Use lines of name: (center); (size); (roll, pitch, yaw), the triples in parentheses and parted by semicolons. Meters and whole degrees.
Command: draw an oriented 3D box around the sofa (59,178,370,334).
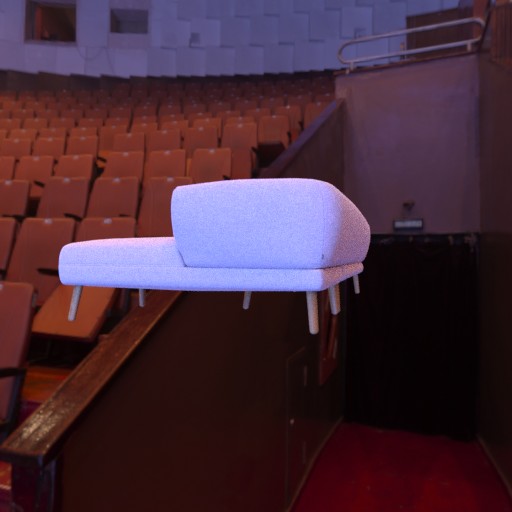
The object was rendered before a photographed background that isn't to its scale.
sofa: (0.000, 0.000, 3.432); (1.610, 0.730, 2.660); (0, 0, 18)
